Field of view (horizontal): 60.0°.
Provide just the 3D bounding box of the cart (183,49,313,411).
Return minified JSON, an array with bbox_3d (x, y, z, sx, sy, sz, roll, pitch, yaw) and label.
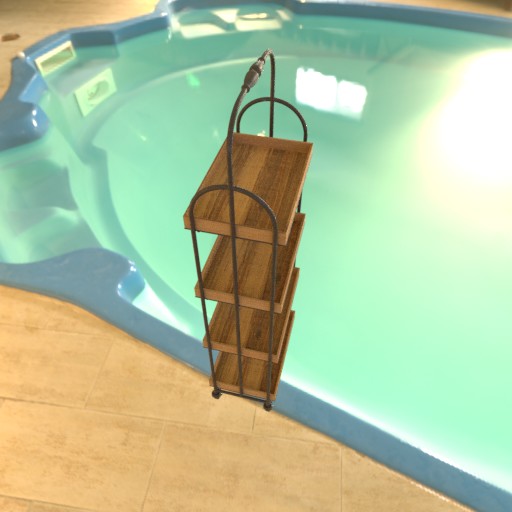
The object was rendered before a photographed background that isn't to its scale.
[{"bbox_3d":[0.000,0.000,1.717,0.308,1.481,0.581,10,47,10],"label":"cart"}]
